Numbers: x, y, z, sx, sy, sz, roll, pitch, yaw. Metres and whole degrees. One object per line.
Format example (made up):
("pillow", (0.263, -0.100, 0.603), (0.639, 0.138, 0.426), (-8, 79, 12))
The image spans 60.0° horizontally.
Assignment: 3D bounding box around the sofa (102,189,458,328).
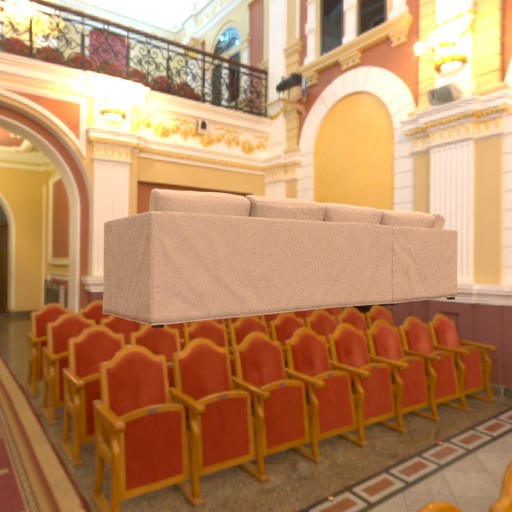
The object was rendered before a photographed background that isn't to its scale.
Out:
("sofa", (0.000, 0.000, 4.431), (3.182, 0.871, 2.432), (0, 0, -35))
